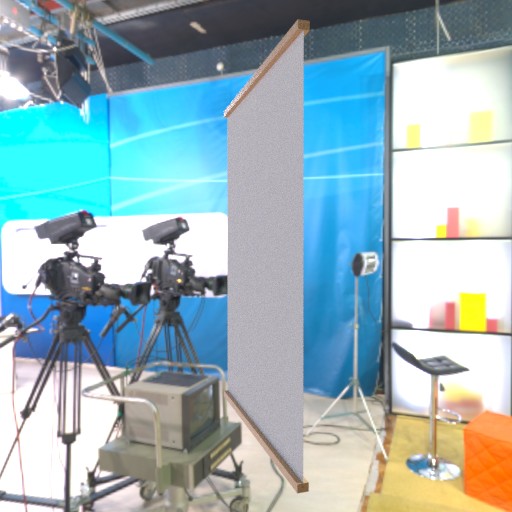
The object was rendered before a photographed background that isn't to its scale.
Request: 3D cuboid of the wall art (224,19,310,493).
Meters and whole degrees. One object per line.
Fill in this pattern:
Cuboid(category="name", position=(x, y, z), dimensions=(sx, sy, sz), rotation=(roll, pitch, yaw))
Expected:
Cuboid(category="wall art", position=(0.000, 0.000, 0.764), dimensions=(0.016, 0.611, 0.401), rotation=(0, 1, -18))
